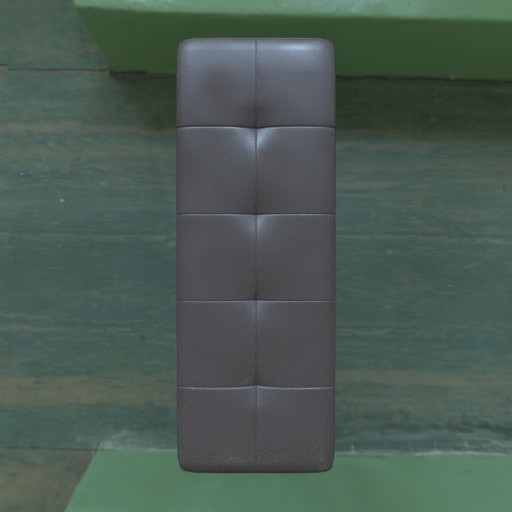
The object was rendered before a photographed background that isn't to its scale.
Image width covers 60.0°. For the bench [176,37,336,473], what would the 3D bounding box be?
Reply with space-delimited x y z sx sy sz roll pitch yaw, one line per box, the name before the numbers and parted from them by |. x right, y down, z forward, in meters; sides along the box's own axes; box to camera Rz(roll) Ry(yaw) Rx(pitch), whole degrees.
bench | 0.000 0.000 1.423 0.450 0.417 1.219 0 91 0
